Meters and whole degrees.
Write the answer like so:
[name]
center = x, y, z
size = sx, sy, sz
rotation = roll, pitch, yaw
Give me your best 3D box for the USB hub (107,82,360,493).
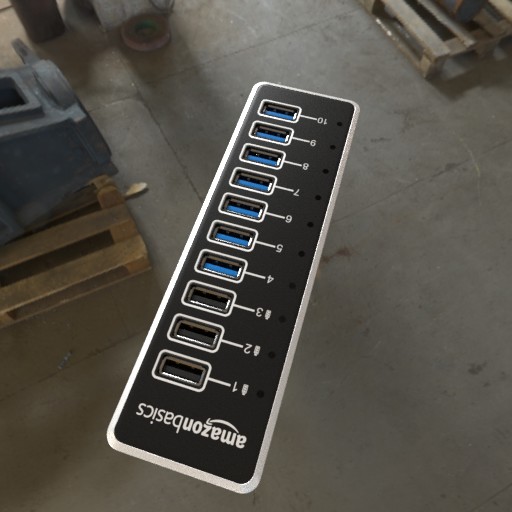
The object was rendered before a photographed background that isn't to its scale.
[USB hub]
center = 0.000, 0.000, 0.158
size = 0.044, 0.023, 0.145
rotation = 15, 65, 7
